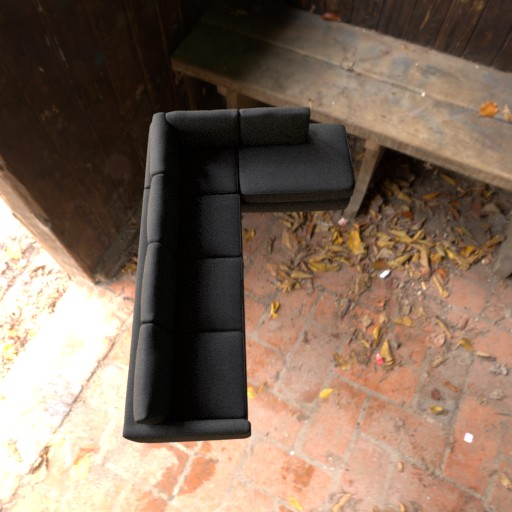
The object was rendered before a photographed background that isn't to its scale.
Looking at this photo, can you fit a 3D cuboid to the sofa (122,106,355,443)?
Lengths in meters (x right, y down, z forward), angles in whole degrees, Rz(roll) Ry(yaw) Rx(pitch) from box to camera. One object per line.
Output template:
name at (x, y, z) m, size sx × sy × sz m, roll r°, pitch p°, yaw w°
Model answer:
sofa at (0.000, 0.000, 3.917) m, size 1.984 × 0.858 × 2.972 m, roll -2°, pitch 63°, yaw -1°
